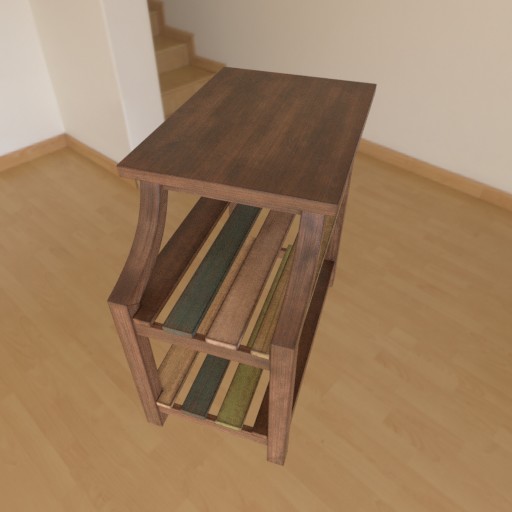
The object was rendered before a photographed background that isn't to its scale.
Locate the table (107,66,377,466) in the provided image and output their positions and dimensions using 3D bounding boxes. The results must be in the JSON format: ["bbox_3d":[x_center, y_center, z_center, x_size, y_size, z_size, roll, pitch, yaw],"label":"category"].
[{"bbox_3d":[0.000,0.000,0.982,0.356,0.584,0.609,12,43,13],"label":"table"}]
